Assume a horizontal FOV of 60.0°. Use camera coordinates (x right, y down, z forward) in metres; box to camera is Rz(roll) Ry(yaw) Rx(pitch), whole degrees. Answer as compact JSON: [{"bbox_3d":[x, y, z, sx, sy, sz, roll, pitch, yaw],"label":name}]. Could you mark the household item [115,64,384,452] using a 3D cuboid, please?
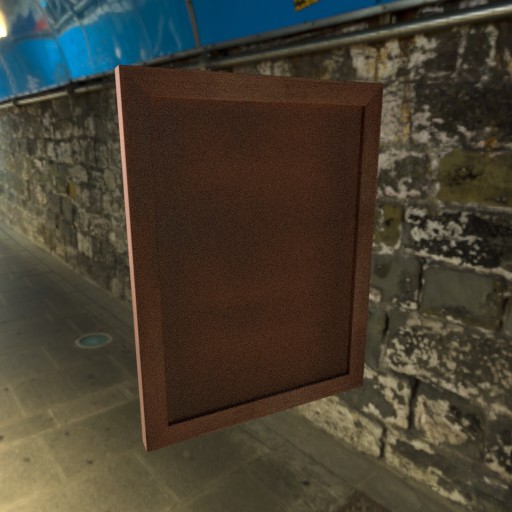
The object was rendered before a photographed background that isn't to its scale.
[{"bbox_3d":[0.000,0.000,0.545,0.310,0.407,0.067,-7,16,-26],"label":"household item"}]
